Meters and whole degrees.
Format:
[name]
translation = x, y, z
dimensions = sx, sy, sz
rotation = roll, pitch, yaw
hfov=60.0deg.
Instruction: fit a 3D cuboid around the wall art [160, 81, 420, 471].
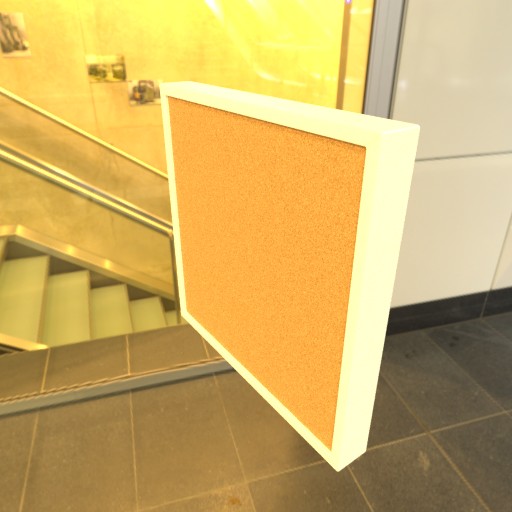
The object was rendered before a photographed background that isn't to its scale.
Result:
[wall art]
translation = 0.000, 0.000, 0.451
dimensions = 0.038, 0.305, 0.305
rotation = -19, 33, -31
